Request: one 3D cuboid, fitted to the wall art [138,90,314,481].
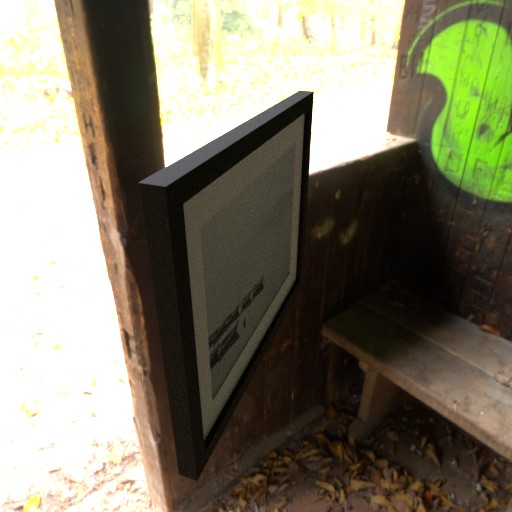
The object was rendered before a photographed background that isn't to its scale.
[{"bbox_3d":[0.000,0.000,0.762,0.030,0.454,0.554,11,32,18],"label":"wall art"}]
